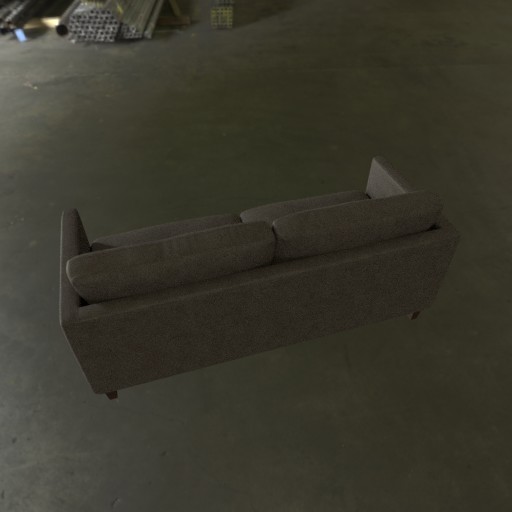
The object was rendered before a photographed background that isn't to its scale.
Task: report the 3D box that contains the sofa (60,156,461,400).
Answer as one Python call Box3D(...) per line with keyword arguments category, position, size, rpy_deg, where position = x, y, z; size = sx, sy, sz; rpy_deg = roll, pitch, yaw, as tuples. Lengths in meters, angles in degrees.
Box3D(category="sofa", position=(0.000, 0.000, 2.789), size=(2.208, 0.965, 0.951), rpy_deg=(-12, 44, -13))
